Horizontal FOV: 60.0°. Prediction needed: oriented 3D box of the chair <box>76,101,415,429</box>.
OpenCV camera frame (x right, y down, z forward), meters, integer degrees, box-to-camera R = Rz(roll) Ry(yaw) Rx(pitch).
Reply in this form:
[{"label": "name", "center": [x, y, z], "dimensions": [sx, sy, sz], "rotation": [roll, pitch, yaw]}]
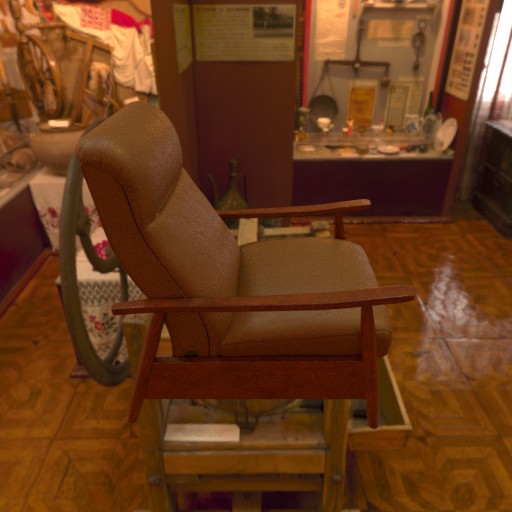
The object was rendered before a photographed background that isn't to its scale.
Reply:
[{"label": "chair", "center": [0.000, 0.000, 1.749], "dimensions": [1.014, 1.082, 0.762], "rotation": [1, 30, 1]}]
